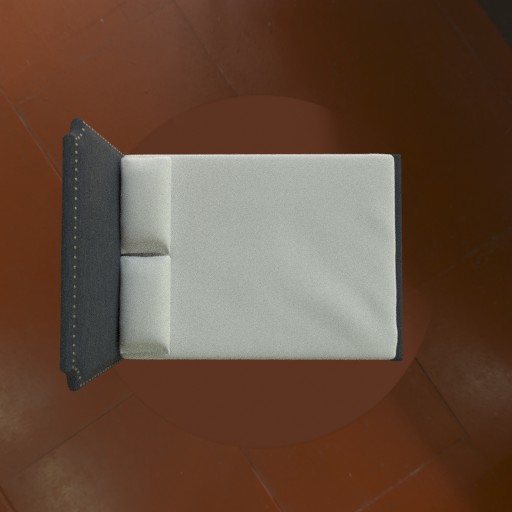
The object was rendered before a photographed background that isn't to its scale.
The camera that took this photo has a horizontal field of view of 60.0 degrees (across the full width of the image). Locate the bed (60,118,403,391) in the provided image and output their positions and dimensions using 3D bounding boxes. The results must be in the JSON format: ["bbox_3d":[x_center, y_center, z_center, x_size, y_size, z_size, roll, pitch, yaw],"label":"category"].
[{"bbox_3d":[0.000,0.000,3.349,2.372,1.443,1.713,0,88,1],"label":"bed"}]
